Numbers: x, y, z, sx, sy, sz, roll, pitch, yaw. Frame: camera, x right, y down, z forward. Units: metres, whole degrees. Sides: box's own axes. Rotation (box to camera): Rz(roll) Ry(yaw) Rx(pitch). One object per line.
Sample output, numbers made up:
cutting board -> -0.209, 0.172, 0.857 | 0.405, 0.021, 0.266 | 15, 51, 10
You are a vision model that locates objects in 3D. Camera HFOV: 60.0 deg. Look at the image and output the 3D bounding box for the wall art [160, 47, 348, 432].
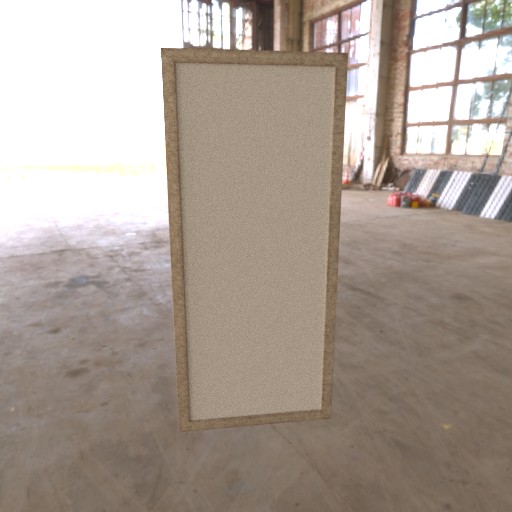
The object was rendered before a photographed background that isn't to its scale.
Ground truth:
wall art -> 0.000, 0.000, 1.714 | 0.648, 1.461, 0.051 | -2, 14, -8
